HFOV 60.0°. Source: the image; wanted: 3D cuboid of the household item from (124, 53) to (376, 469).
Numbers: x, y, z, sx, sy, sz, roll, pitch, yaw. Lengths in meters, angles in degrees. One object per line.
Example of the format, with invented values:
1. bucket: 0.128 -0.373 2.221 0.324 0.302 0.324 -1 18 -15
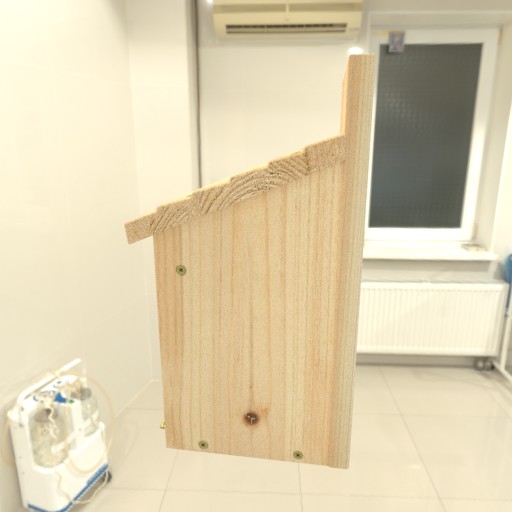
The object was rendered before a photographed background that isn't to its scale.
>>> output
1. household item: 0.000 0.000 0.389 0.171 0.300 0.149 2 15 9
